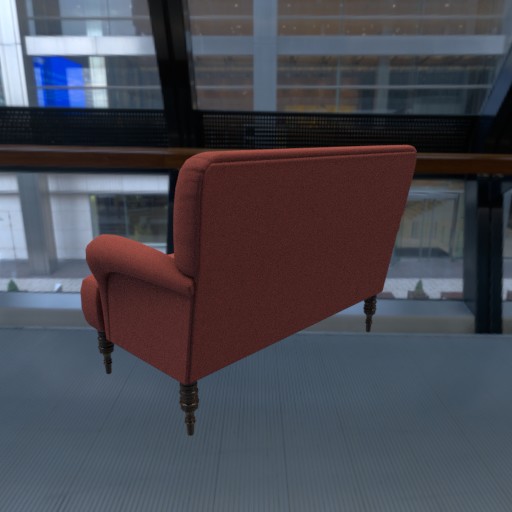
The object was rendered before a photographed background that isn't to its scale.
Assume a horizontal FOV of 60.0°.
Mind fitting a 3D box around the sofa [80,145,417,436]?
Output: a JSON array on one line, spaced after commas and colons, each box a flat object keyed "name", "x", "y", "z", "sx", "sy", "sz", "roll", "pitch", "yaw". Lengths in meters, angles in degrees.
[{"name": "sofa", "x": 0.000, "y": 0.000, "z": 1.838, "sx": 0.779, "sy": 0.889, "sz": 1.297, "roll": 15, "pitch": 21, "yaw": 43}]
